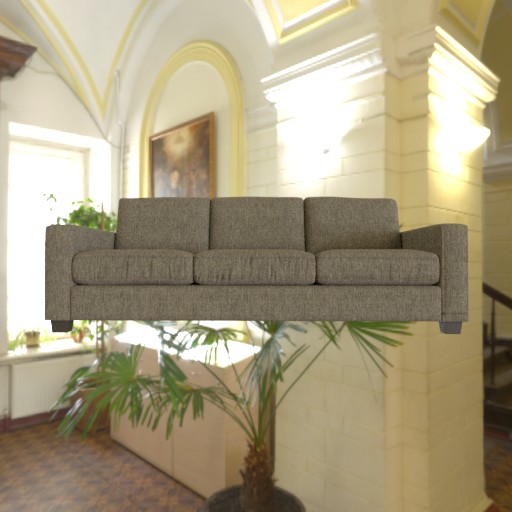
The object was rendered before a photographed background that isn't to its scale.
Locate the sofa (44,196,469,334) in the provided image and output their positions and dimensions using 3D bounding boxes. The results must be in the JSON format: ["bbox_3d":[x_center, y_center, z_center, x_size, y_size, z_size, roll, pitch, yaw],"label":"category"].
[{"bbox_3d":[0.000,0.000,2.676,2.160,0.800,0.900,0,-1,1],"label":"sofa"}]
